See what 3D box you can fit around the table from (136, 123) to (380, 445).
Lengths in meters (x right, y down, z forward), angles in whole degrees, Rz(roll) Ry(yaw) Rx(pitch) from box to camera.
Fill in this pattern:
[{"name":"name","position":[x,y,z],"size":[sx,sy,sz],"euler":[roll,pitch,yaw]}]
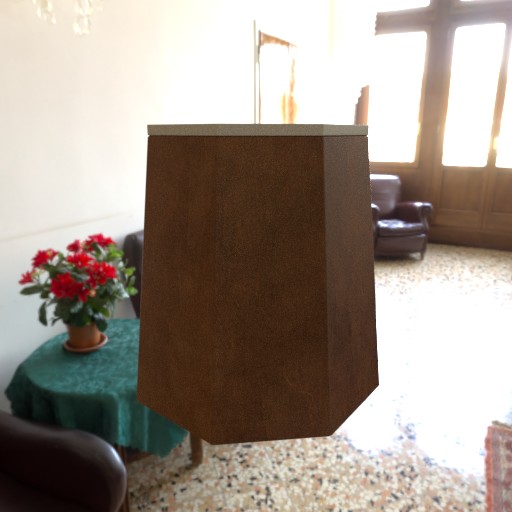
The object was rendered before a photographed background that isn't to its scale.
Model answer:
[{"name":"table","position":[0.000,0.000,0.809],"size":[0.439,0.457,0.439],"euler":[-2,16,-8]}]
